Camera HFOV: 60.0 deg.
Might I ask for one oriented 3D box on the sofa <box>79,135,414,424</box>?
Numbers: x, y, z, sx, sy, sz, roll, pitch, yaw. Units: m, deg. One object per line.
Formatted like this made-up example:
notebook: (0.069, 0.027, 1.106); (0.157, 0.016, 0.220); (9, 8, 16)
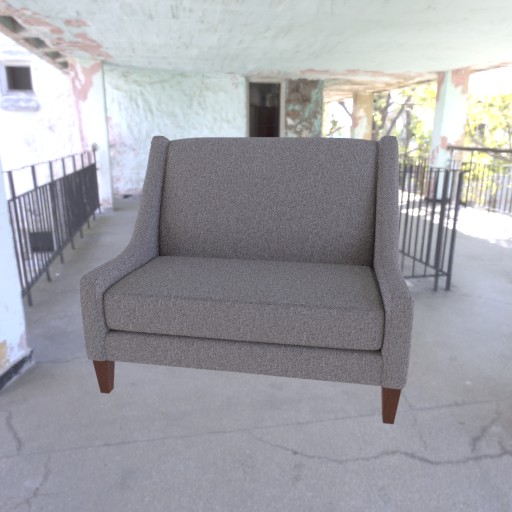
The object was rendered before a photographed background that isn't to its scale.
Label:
sofa: (0.000, 0.000, 1.960); (1.242, 1.026, 0.862); (3, 16, 10)
